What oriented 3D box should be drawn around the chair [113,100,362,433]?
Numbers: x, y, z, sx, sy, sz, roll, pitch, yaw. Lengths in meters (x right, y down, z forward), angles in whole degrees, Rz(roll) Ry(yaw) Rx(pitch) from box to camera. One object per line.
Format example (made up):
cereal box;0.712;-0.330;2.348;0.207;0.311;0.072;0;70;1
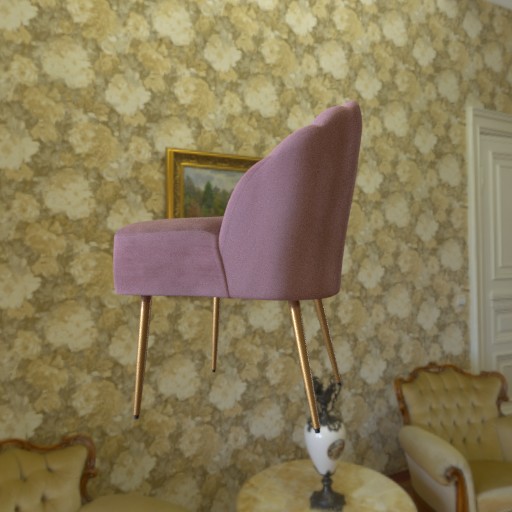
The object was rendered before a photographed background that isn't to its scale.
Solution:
chair;0.000;0.000;1.283;0.599;0.819;0.657;0;-1;17
